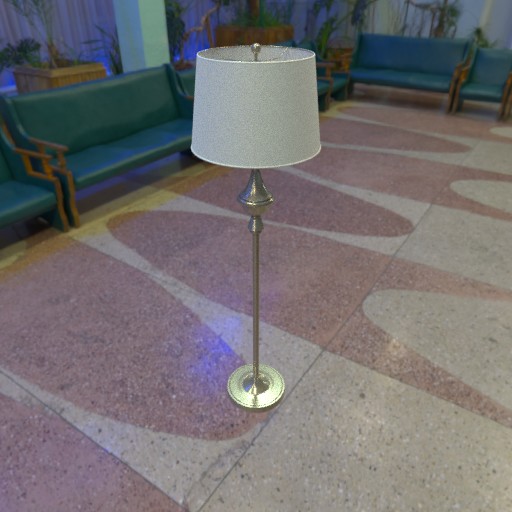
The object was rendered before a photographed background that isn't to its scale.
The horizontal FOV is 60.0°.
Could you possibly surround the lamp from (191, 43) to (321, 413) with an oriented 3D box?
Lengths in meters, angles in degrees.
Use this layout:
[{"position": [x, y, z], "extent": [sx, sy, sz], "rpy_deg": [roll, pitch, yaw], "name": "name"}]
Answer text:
[{"position": [0.000, 0.000, 1.709], "extent": [0.431, 1.488, 0.431], "rpy_deg": [0, 32, 0], "name": "lamp"}]
